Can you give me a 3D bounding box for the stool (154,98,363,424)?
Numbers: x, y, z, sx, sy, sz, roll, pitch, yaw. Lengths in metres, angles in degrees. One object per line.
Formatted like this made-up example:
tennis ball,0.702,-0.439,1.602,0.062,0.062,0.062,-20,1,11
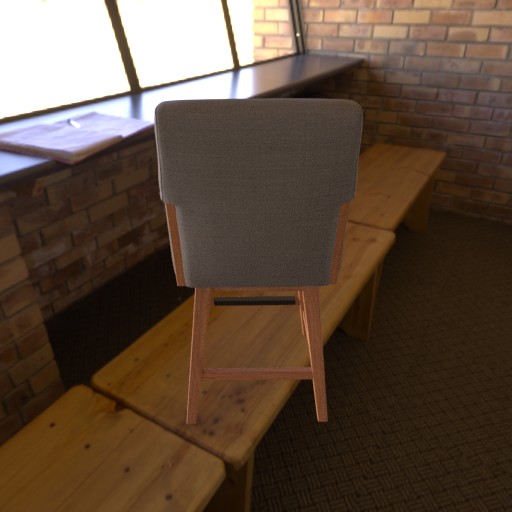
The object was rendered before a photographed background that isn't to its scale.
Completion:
stool,0.000,0.000,1.360,0.459,1.019,0.570,-1,30,-1
